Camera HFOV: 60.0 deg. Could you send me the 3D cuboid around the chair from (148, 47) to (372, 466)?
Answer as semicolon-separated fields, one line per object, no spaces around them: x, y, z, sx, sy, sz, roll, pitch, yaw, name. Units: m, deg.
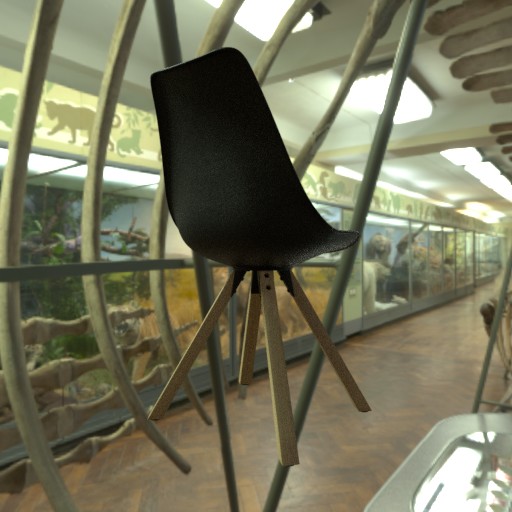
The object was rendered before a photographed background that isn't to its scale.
0.000;0.000;1.168;0.485;0.850;0.549;0;1;37;chair
